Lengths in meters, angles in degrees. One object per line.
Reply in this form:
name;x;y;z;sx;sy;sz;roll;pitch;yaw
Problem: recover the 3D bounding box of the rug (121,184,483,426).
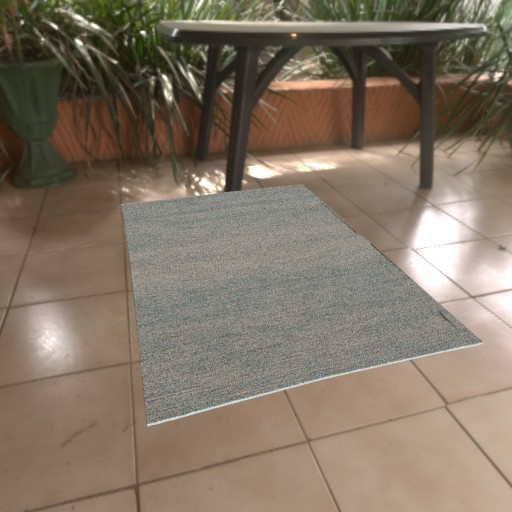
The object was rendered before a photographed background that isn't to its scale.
rug;0.000;0.000;2.893;1.613;0.030;2.306;-9;31;-15
